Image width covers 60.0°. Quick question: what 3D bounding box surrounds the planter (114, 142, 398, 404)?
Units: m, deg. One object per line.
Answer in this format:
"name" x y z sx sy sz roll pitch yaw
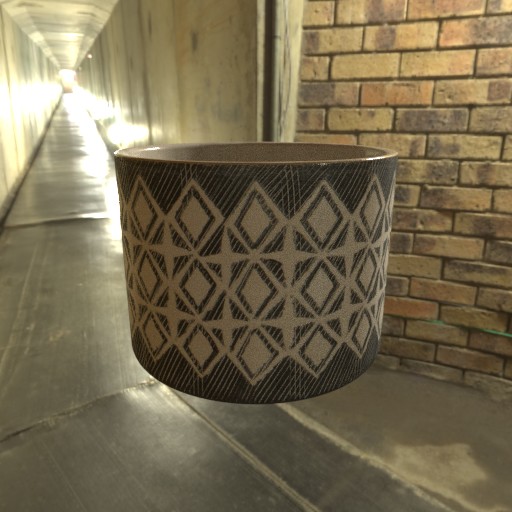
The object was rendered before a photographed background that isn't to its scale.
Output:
"planter" 0.000 0.000 0.222 0.126 0.104 0.126 0 17 0
